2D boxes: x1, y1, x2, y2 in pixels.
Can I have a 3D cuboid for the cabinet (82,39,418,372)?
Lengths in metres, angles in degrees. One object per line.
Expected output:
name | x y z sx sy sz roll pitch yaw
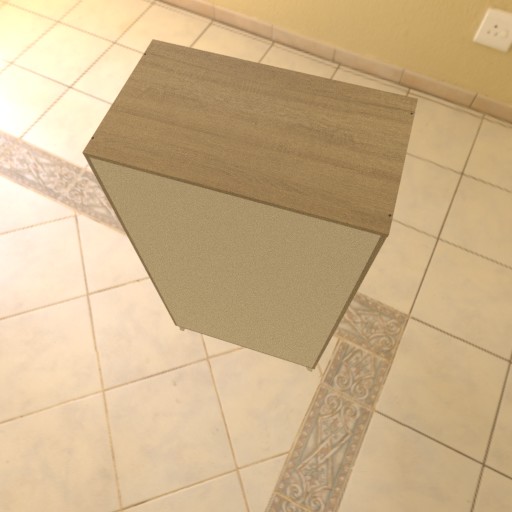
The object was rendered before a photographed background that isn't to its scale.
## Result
cabinet | 0.000 0.000 2.391 1.006 1.999 0.571 16 65 8
